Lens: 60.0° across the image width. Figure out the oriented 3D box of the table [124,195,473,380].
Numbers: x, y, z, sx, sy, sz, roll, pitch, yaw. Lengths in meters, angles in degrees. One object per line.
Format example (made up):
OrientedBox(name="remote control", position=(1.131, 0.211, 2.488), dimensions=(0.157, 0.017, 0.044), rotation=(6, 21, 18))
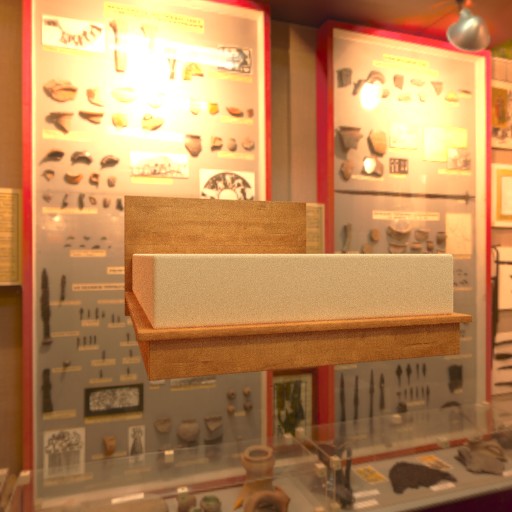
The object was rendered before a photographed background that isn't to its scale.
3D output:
OrientedBox(name="table", position=(0.000, 0.000, 3.094), dimensions=(1.707, 1.041, 2.149), rotation=(0, 0, -18))
